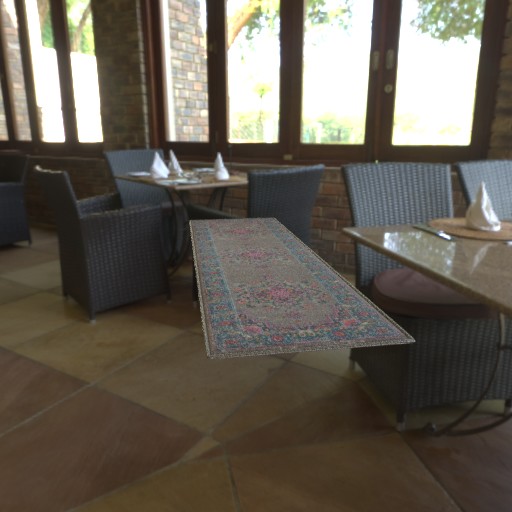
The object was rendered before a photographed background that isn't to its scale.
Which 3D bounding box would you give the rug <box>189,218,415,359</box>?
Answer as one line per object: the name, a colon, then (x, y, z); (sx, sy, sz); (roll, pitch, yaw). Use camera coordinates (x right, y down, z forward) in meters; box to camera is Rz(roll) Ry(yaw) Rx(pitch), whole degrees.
rug: (0.000, 0.000, 1.995); (0.553, 0.012, 1.827); (-3, 15, -9)
